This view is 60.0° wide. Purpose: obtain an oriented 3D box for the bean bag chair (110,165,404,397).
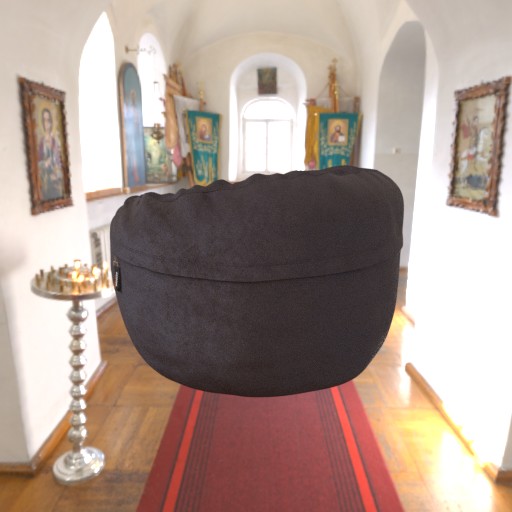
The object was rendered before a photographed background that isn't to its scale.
[{"bbox_3d":[0.000,0.000,1.982,1.245,0.821,1.245,0,14,0],"label":"bean bag chair"}]
